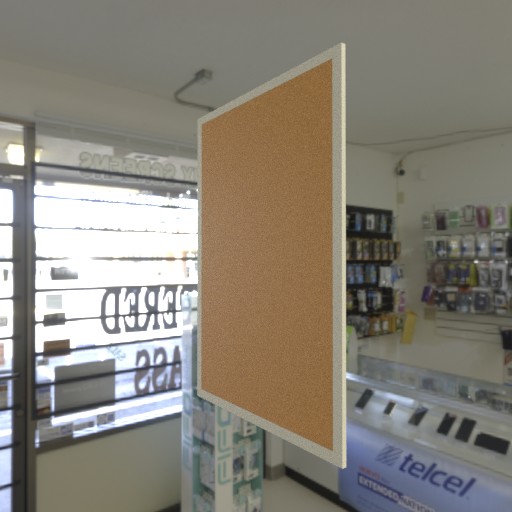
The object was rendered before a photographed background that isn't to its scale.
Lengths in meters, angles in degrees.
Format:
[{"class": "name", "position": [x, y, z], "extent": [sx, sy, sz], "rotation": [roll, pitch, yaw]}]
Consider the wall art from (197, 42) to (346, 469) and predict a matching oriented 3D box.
[{"class": "wall art", "position": [0.000, 0.000, 1.246], "extent": [0.013, 0.940, 0.659], "rotation": [0, -1, -36]}]
